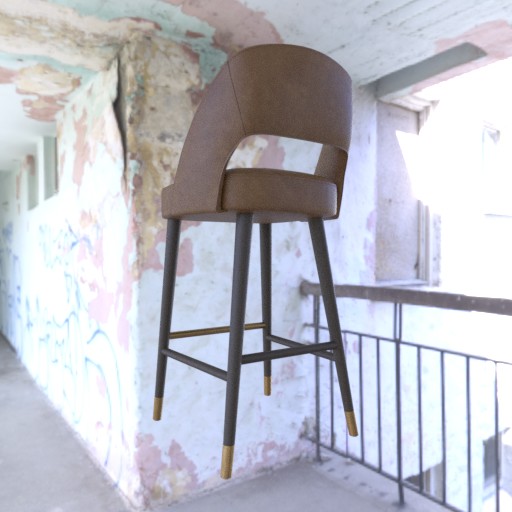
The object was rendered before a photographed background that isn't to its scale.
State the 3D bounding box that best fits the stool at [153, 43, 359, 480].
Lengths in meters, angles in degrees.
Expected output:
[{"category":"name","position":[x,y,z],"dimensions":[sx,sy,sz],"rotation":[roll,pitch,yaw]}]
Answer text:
[{"category":"stool","position":[0.000,0.000,1.312],"dimensions":[0.494,1.037,0.509],"rotation":[0,1,-34]}]
